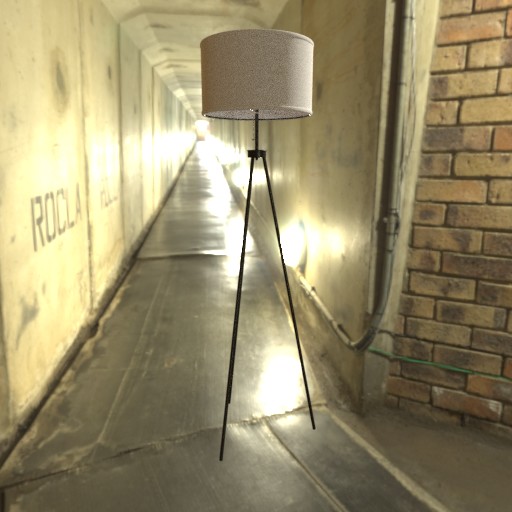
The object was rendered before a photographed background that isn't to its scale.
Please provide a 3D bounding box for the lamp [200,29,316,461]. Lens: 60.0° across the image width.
[{"bbox_3d":[0.000,0.000,1.736,0.448,1.545,0.458,6,13,25],"label":"lamp"}]
